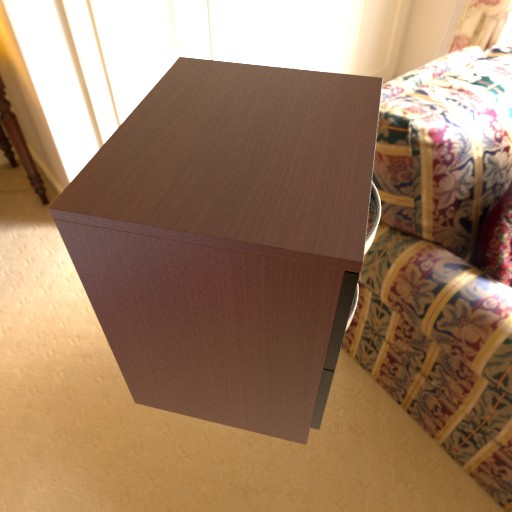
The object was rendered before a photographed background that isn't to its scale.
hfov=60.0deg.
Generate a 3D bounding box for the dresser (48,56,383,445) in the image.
[{"bbox_3d":[0.000,0.000,0.749,0.360,0.470,0.400,10,47,9],"label":"dresser"}]
